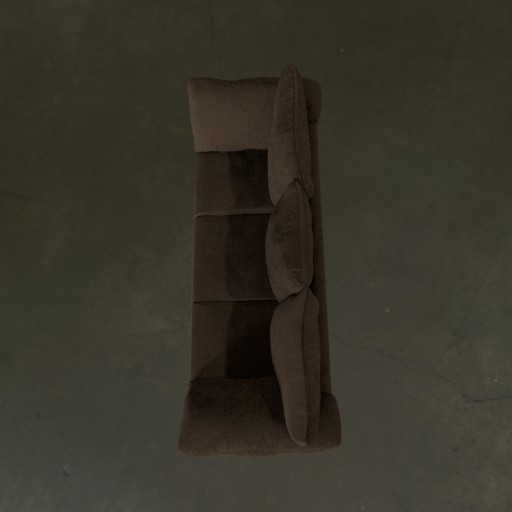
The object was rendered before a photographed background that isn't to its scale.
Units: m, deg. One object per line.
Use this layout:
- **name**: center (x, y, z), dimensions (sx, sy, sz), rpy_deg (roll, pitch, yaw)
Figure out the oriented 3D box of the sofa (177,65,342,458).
- **sofa**: center (0.000, 0.000, 2.871), dimensions (0.878, 1.015, 2.336), rpy_deg (-1, 75, 0)
